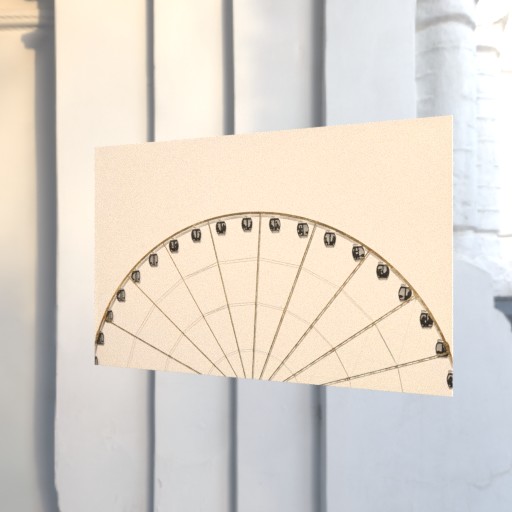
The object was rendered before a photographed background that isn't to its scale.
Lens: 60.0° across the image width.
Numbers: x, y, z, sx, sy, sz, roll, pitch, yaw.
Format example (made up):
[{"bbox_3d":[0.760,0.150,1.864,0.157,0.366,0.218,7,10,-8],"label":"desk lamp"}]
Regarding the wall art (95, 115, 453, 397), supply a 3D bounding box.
[{"bbox_3d":[0.000,0.000,0.474,0.384,0.254,0.039,0,0,18],"label":"wall art"}]
